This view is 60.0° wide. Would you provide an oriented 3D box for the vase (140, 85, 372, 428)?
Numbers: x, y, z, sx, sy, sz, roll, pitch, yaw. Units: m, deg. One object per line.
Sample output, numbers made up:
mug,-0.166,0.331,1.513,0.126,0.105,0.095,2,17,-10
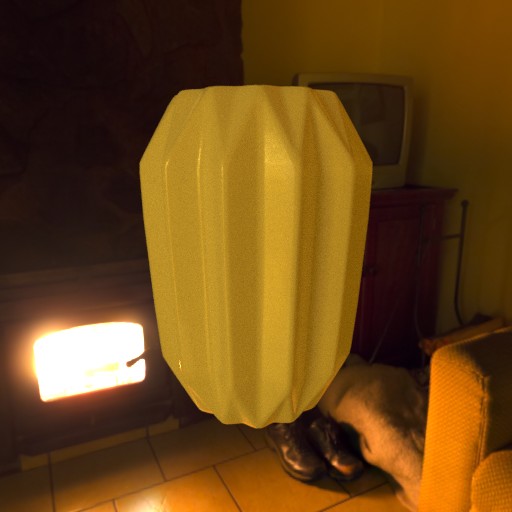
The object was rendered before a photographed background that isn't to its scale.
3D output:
vase,0.000,0.000,0.401,0.195,0.275,0.195,0,14,0
